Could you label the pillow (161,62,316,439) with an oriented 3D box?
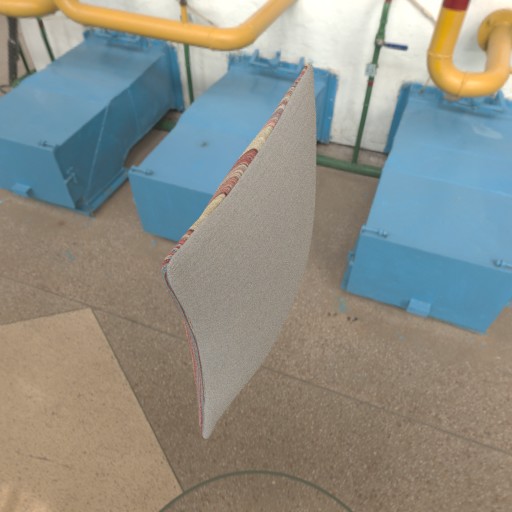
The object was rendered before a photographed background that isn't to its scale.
[{"bbox_3d":[0.000,0.000,0.673,0.136,0.419,0.437,17,51,15],"label":"pillow"}]
